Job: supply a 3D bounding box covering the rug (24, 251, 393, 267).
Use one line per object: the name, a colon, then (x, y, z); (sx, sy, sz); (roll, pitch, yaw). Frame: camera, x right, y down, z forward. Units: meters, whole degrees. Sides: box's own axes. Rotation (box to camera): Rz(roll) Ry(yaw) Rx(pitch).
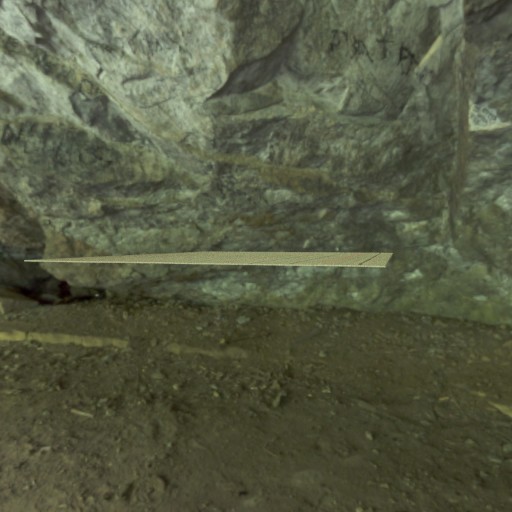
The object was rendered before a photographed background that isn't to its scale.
rug: (0.000, 0.000, 4.187); (2.444, 0.012, 3.048); (1, 2, 18)
